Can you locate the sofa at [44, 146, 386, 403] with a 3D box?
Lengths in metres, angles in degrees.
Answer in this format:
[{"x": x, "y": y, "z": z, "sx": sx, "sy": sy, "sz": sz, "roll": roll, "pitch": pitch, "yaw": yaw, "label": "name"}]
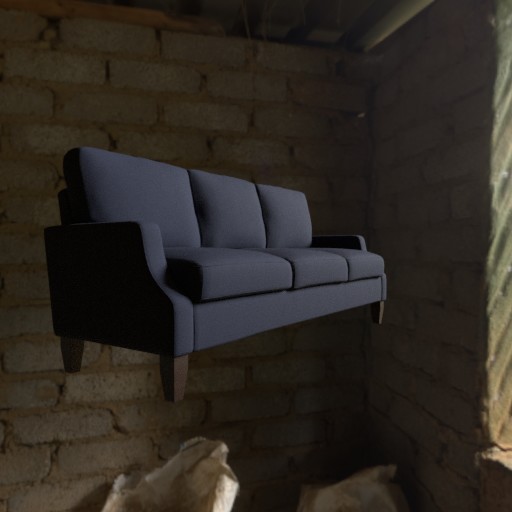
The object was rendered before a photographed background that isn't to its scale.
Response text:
[{"x": 0.000, "y": 0.000, "z": 2.578, "sx": 0.888, "sy": 0.984, "sz": 2.115, "roll": 1, "pitch": 1, "yaw": 35, "label": "sofa"}]
